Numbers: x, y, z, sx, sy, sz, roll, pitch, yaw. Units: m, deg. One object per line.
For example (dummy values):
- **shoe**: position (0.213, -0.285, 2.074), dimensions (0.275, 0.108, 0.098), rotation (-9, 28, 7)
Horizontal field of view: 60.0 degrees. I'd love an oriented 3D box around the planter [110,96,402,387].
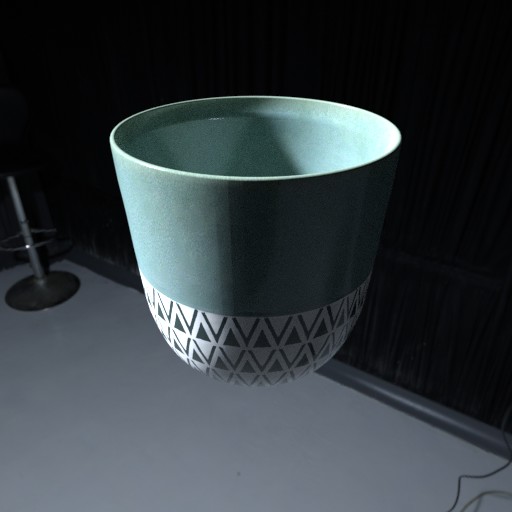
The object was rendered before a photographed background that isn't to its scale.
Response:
- **planter**: position (0.000, 0.000, 0.367), dimensions (0.198, 0.214, 0.198), rotation (0, 32, 0)
